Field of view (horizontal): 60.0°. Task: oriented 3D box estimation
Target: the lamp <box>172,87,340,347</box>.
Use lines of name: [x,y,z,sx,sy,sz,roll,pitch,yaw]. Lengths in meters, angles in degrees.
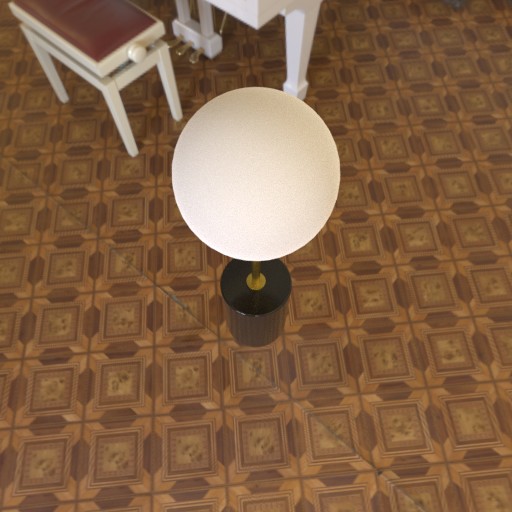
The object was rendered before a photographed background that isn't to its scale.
lamp: [0.000,0.000,0.555,0.153,0.480,0.153,0,63,0]
